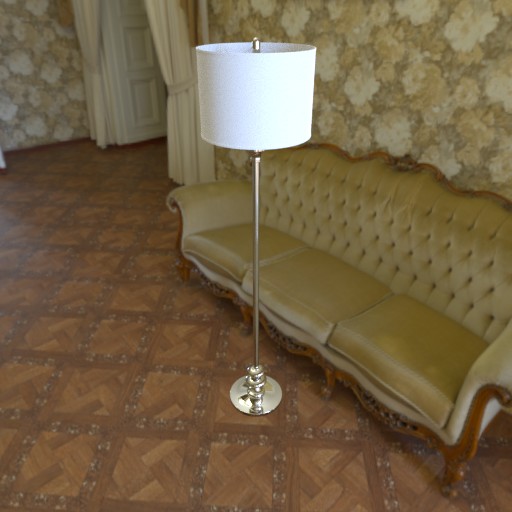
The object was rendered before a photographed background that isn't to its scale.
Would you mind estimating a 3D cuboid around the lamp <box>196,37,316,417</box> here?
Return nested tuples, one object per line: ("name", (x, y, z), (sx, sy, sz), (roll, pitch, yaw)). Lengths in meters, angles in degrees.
("lamp", (0.000, 0.000, 1.677), (0.356, 1.487, 0.356), (1, 30, 2))
